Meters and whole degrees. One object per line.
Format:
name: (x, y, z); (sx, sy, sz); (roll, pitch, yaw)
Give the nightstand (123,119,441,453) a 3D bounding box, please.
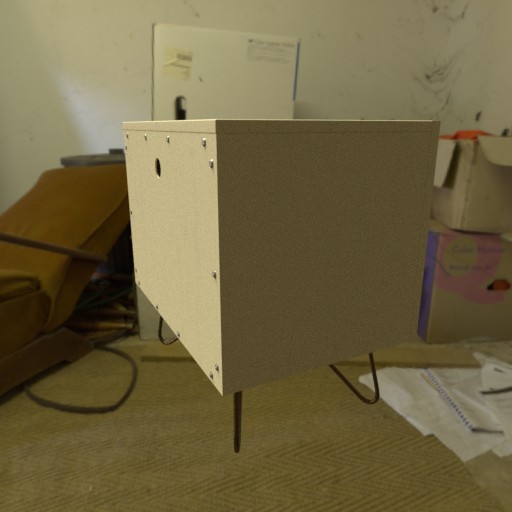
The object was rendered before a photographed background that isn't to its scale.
nightstand: (0.000, 0.000, 1.041); (0.447, 0.604, 0.614); (-8, 18, -26)
